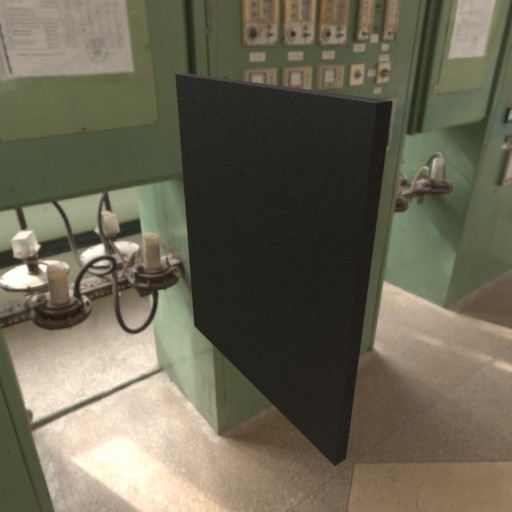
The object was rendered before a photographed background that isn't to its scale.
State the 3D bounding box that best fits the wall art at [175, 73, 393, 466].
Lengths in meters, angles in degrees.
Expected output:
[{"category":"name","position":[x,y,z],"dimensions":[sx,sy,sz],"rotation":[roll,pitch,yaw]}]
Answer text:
[{"category":"wall art","position":[0.000,0.000,0.695],"dimensions":[0.023,0.505,0.428],"rotation":[-18,31,-31]}]
